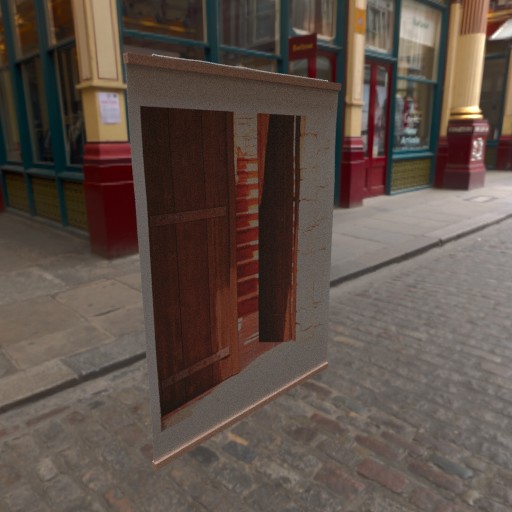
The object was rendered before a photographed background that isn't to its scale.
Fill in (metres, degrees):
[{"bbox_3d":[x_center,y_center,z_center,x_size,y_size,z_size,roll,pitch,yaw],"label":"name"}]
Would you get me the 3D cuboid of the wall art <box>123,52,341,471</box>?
[{"bbox_3d":[0.000,0.000,1.292,0.020,1.013,0.758,14,20,43],"label":"wall art"}]
